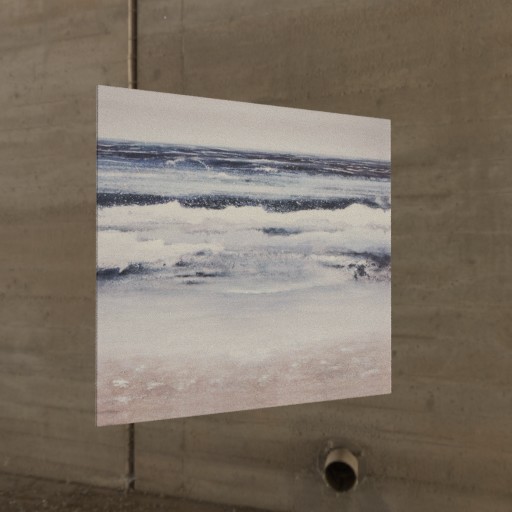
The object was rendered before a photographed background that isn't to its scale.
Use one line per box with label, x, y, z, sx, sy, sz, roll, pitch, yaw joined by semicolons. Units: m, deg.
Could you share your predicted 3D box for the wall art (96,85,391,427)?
wall art;0.000;0.000;1.115;0.755;0.747;0.065;0;0;-19
